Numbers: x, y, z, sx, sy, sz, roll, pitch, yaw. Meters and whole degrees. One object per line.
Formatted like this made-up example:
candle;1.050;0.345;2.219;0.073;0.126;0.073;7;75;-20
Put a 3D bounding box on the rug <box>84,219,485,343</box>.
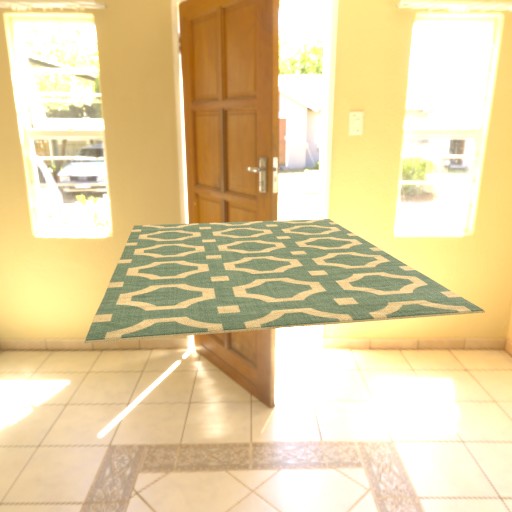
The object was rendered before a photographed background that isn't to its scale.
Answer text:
rug;0.000;0.000;4.086;2.466;0.021;3.049;-3;16;-10
